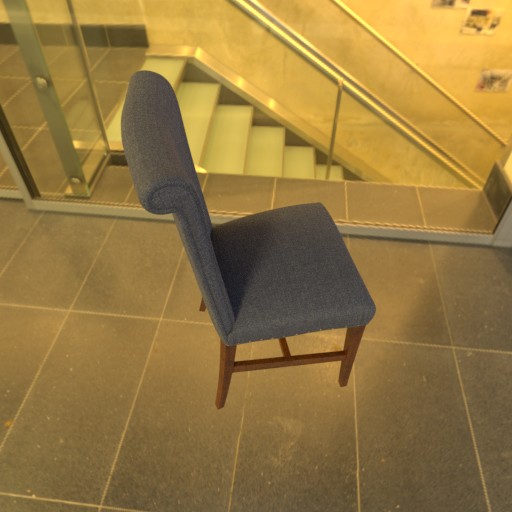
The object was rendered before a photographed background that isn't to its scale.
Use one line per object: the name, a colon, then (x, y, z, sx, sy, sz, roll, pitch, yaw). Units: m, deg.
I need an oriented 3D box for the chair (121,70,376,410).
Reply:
chair: (0.000, 0.000, 1.355, 0.608, 0.988, 0.513, -9, 47, -9)
